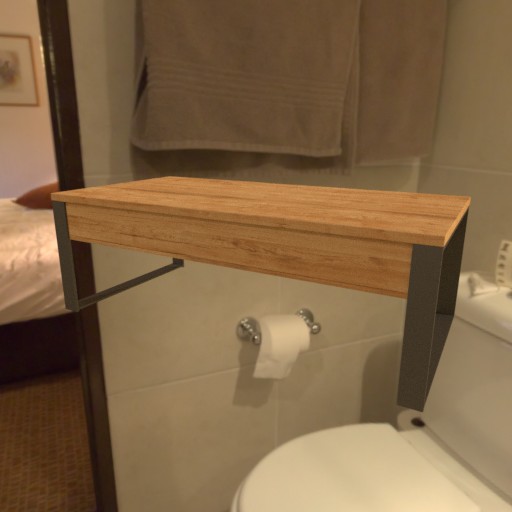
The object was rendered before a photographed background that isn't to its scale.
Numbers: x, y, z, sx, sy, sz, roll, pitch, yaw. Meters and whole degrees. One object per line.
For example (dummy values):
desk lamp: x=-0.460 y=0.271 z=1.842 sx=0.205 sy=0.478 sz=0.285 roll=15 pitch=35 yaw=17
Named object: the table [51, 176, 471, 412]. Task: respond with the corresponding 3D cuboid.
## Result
table: x=0.000 y=0.000 z=1.445 sx=1.180 sy=0.400 sz=0.590 roll=9 pitch=19 yaw=28
